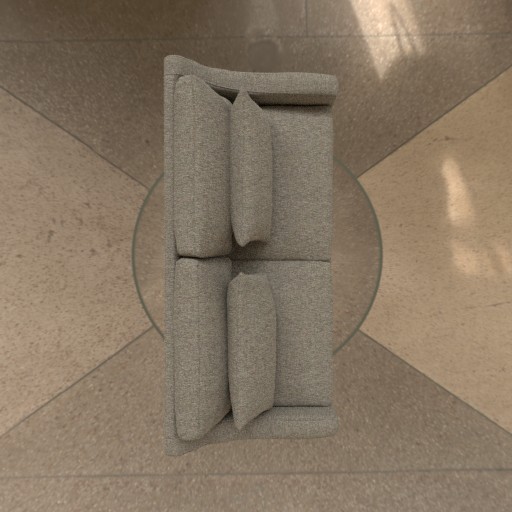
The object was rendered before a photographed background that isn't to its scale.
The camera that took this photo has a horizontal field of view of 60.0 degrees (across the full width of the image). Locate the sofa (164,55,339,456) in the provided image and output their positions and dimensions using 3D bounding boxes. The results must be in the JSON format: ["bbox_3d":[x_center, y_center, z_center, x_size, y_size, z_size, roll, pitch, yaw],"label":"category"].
[{"bbox_3d":[0.000,0.000,2.983,1.103,0.998,2.418,0,90,0],"label":"sofa"}]
